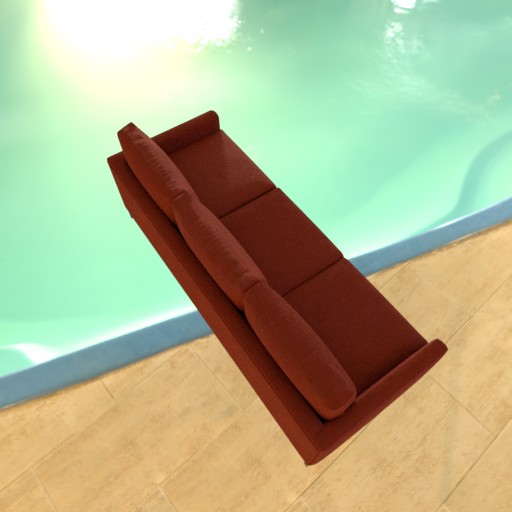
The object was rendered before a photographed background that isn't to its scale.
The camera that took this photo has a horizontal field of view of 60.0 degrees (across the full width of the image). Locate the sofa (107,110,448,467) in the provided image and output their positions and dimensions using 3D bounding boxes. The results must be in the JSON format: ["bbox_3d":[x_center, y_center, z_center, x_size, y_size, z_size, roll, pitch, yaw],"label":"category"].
[{"bbox_3d":[0.000,0.000,2.738,0.875,0.879,2.252,-31,63,-18],"label":"sofa"}]
